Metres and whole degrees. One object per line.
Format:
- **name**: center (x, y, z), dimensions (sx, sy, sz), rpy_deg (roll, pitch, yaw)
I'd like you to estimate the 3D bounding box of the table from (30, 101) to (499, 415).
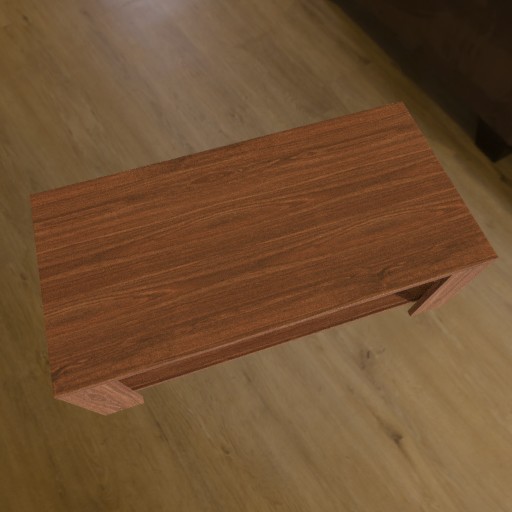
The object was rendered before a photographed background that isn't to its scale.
- **table**: center (0.000, 0.000, 1.434), dimensions (1.200, 0.400, 0.600), rpy_deg (-16, 65, -8)
